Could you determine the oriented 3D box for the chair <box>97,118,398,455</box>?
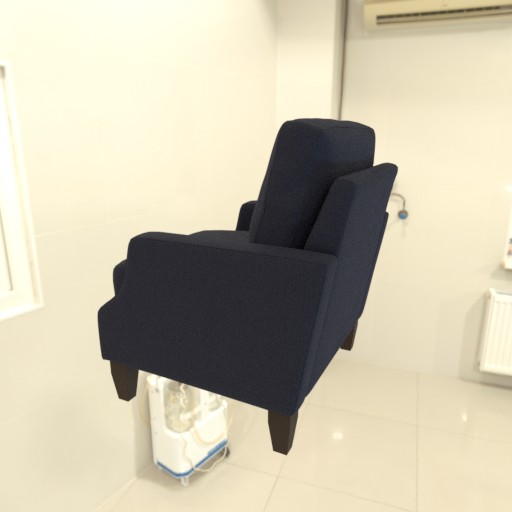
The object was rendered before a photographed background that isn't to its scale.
[{"bbox_3d":[0.000,0.000,1.684,0.897,0.991,0.855,8,18,25],"label":"chair"}]
